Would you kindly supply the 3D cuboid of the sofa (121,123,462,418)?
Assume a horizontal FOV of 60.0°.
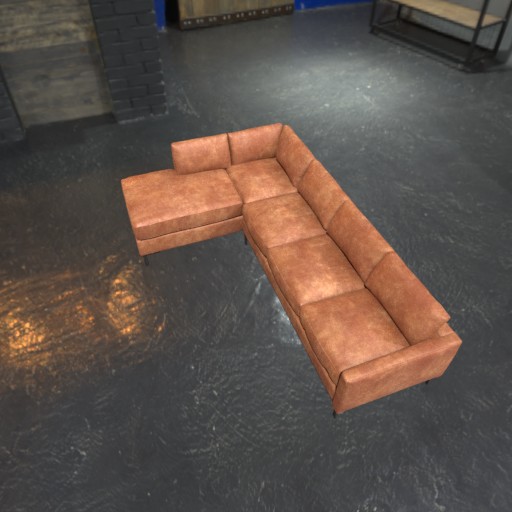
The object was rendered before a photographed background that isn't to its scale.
[{"bbox_3d":[0.000,0.000,3.931,1.938,0.877,2.984,-15,47,-14],"label":"sofa"}]
